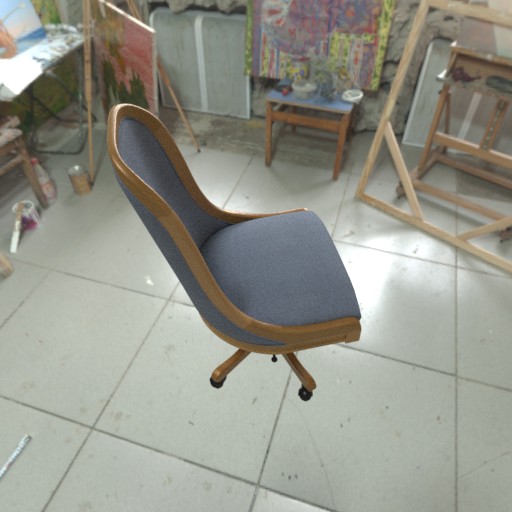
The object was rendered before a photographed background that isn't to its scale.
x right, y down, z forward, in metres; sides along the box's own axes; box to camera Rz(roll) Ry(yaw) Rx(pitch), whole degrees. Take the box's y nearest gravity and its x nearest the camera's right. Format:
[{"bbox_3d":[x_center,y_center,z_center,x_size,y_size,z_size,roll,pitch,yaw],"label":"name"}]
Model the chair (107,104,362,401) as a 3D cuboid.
[{"bbox_3d":[0.000,0.000,1.484,0.735,1.031,0.605,-8,46,-8],"label":"chair"}]
